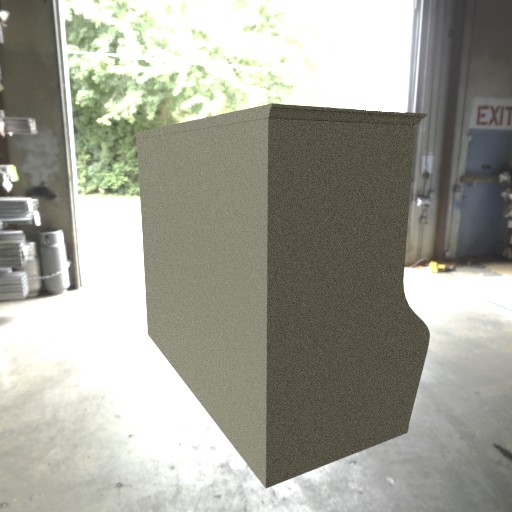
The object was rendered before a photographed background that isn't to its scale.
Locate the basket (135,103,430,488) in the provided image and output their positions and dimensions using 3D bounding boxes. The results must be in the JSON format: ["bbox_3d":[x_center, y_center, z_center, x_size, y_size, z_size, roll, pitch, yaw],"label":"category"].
[{"bbox_3d":[0.000,0.000,1.108,0.376,0.625,0.792,-7,14,-27],"label":"basket"}]
